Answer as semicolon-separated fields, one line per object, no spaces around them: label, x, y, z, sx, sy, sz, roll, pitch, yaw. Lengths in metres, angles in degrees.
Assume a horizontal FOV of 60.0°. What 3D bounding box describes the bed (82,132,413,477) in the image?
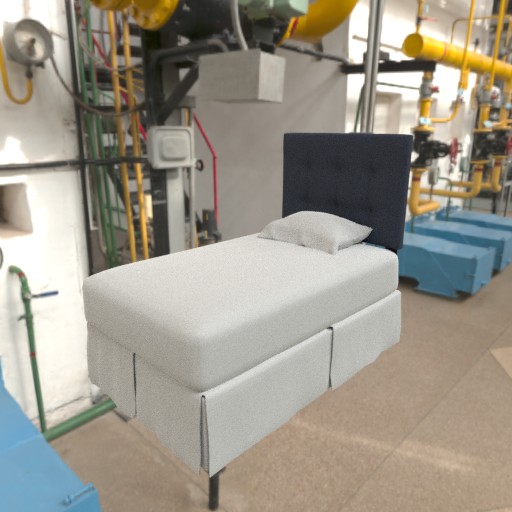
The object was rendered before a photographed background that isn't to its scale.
bed;0.000;0.000;2.976;1.261;1.571;1.997;15;22;42
